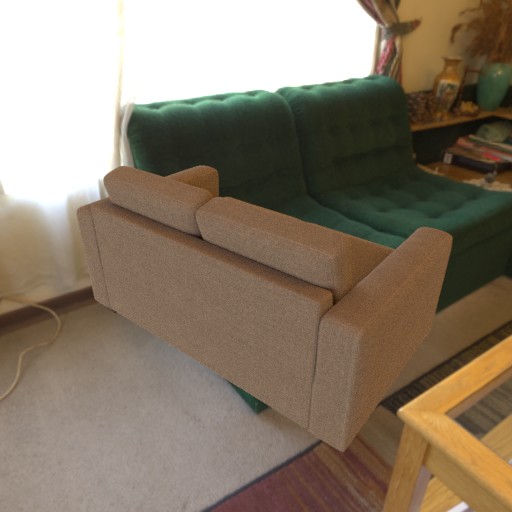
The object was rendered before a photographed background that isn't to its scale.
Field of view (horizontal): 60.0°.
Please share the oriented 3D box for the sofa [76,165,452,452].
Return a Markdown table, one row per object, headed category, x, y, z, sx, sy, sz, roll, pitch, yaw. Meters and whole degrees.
| category | x | y | z | sx | sy | sz | roll | pitch | yaw |
| --- | --- | --- | --- | --- | --- | --- | --- | --- | --- |
| sofa | 0.000 | 0.000 | 2.088 | 1.520 | 0.800 | 0.900 | 22 | 36 | 33 |
